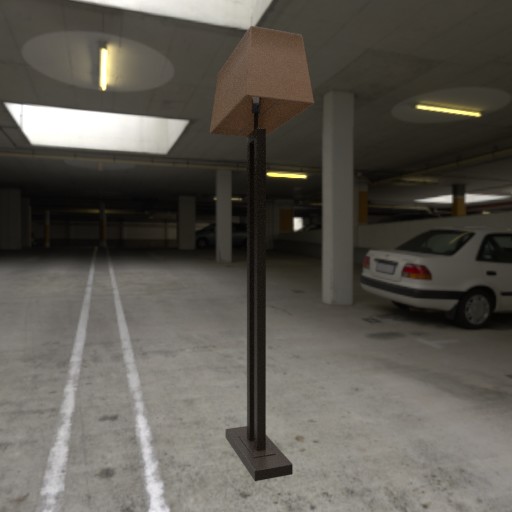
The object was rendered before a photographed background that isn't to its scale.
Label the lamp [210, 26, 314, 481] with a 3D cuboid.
[{"bbox_3d":[0.000,0.000,1.629,0.233,1.469,0.475,0,1,-19],"label":"lamp"}]
